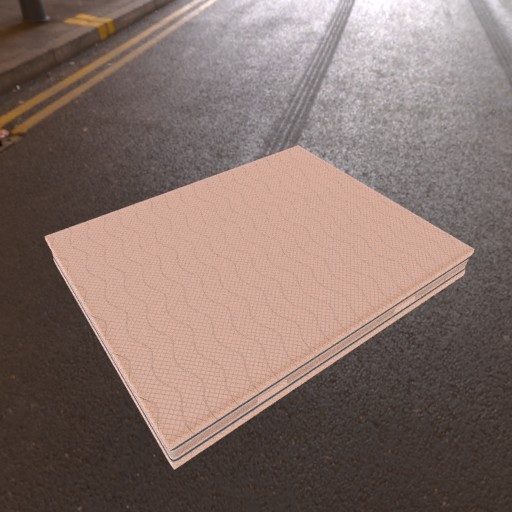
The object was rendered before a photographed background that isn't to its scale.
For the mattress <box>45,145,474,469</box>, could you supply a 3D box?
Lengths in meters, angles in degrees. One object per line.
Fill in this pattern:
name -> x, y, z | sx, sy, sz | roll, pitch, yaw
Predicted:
mattress -> 0.000, 0.000, 2.696 | 2.000, 0.230, 1.600 | -26, 47, -26
